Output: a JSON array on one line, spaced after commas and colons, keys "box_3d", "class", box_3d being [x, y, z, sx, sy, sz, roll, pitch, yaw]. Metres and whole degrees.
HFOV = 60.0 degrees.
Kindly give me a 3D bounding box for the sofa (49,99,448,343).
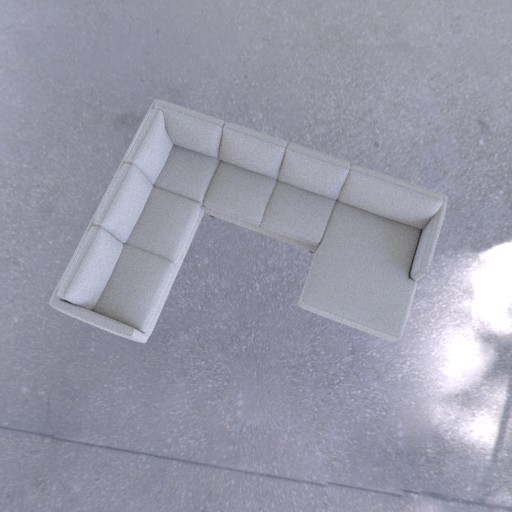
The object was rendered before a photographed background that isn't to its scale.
[{"box_3d": [0.000, 0.000, 4.698, 3.403, 0.889, 2.551, 20, 75, 6], "class": "sofa"}]
